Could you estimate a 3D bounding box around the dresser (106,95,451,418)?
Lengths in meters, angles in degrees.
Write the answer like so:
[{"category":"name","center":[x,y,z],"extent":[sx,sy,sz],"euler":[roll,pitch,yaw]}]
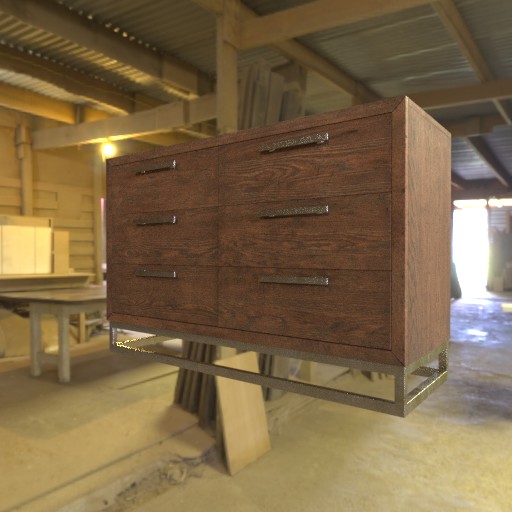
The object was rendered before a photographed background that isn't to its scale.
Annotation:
[{"category":"dresser","center":[0.000,0.000,2.169],"extent":[1.646,1.061,0.623],"euler":[0,1,37]}]
